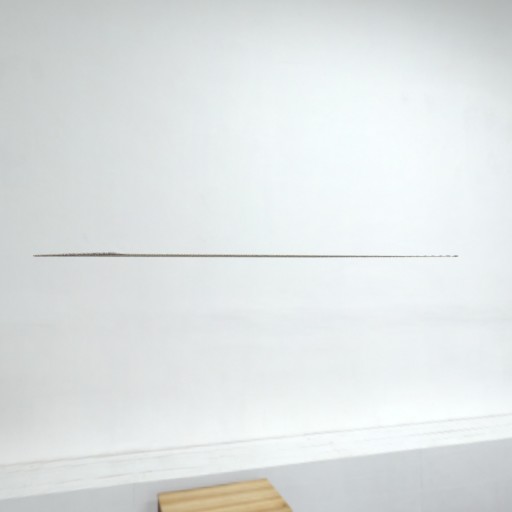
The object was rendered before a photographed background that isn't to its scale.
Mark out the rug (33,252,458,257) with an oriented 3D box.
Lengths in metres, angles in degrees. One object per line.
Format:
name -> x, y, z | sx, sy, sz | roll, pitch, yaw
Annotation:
rug -> 0.000, 0.000, 2.498 | 2.096, 0.011, 1.229 | 0, -1, -37
